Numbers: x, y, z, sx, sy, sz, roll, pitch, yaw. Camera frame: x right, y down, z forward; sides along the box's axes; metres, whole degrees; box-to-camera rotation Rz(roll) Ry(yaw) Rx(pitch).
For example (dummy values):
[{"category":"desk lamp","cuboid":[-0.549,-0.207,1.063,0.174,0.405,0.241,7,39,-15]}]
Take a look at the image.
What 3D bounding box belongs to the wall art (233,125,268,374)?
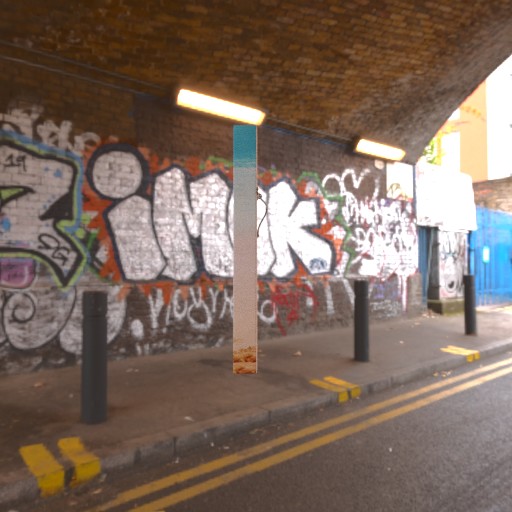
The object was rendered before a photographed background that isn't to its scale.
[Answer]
[{"category":"wall art","cuboid":[0.000,0.000,0.829,0.044,0.254,0.759,0,-1,0]}]
